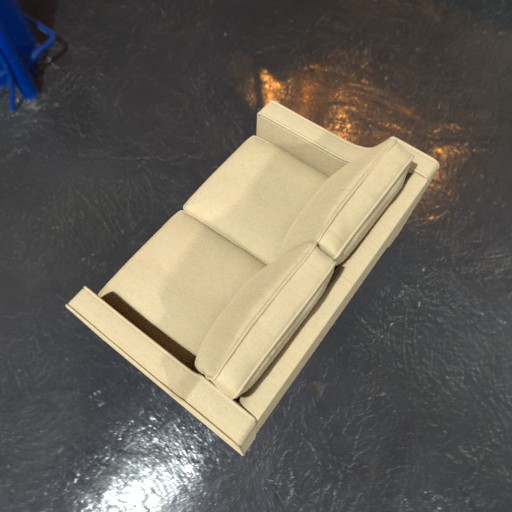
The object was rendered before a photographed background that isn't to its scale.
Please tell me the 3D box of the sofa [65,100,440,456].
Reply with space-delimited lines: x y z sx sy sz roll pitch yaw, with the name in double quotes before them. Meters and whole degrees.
"sofa" 0.000 0.000 2.183 0.987 0.971 1.501 34 68 16
